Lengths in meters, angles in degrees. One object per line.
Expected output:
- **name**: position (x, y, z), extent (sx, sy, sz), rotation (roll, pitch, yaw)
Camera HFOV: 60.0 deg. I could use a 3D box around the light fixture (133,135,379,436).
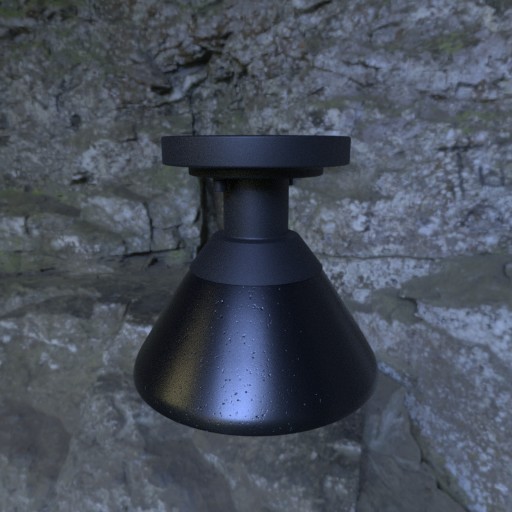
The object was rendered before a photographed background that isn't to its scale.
- **light fixture**: position (0.000, 0.000, 0.353), extent (0.200, 0.183, 0.200), rotation (0, 14, 0)
